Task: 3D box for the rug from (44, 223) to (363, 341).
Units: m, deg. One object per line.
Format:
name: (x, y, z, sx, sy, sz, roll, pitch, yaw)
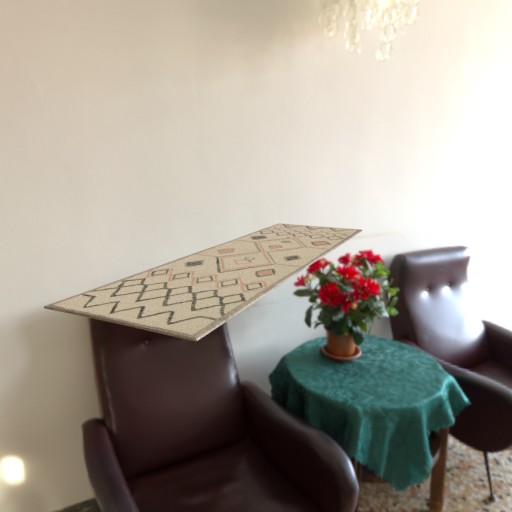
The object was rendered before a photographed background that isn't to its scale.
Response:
rug: (0.000, 0.000, 2.722, 0.750, 0.011, 2.435, 6, 15, 25)
